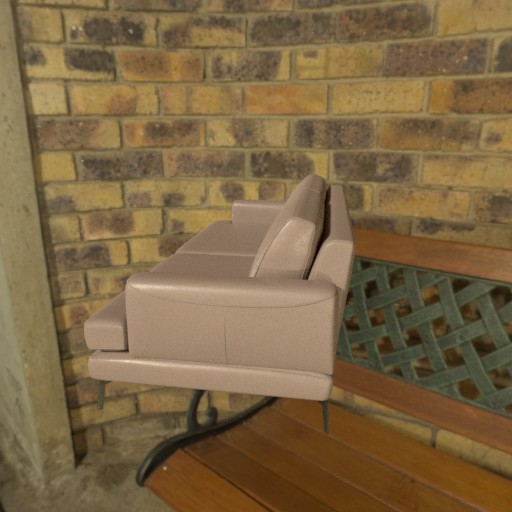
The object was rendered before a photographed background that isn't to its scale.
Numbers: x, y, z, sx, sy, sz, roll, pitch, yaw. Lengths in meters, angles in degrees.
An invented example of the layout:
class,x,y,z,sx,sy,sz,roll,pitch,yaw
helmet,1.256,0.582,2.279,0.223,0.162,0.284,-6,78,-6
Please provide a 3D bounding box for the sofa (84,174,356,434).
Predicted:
class,x,y,z,sx,sy,sz,roll,pitch,yaw
sofa,0.000,0.000,2.437,0.974,0.765,1.940,3,16,9
